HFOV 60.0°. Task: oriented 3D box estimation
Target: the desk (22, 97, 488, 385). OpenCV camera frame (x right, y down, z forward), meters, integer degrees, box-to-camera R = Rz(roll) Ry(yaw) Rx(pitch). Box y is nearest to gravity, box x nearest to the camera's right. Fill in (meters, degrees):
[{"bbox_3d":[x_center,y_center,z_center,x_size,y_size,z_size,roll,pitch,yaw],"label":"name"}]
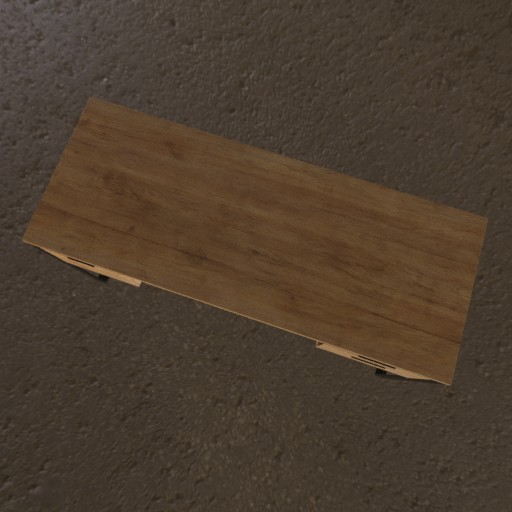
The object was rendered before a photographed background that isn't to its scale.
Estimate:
[{"bbox_3d":[0.000,0.000,1.917,1.520,0.760,0.600,18,77,4],"label":"desk"}]
